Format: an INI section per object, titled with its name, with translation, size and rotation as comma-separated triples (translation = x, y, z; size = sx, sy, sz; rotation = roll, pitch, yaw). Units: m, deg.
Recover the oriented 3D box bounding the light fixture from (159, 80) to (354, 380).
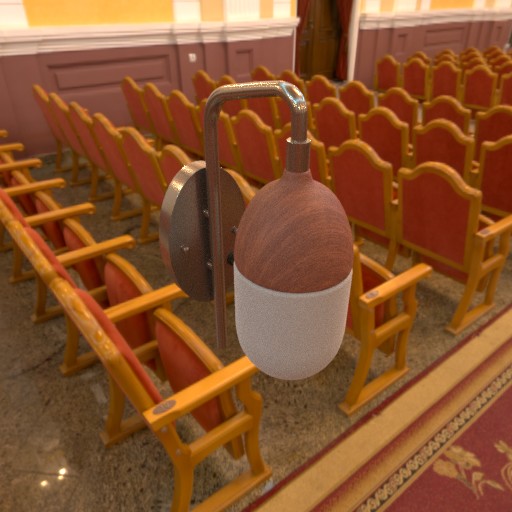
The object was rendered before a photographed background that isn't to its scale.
[light fixture]
translation = 0.000, 0.000, 0.449
size = 0.108, 0.343, 0.216
rotation = -22, 37, -32
